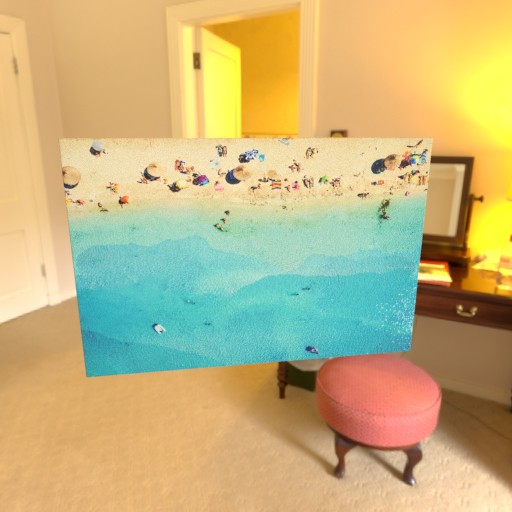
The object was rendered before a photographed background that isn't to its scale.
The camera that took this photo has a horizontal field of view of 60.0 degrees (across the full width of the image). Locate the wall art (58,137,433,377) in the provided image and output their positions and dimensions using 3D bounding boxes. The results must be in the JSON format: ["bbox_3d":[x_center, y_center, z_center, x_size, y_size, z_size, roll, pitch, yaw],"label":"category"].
[{"bbox_3d":[0.000,0.000,0.787,0.609,0.406,0.039,-3,16,-9],"label":"wall art"}]
